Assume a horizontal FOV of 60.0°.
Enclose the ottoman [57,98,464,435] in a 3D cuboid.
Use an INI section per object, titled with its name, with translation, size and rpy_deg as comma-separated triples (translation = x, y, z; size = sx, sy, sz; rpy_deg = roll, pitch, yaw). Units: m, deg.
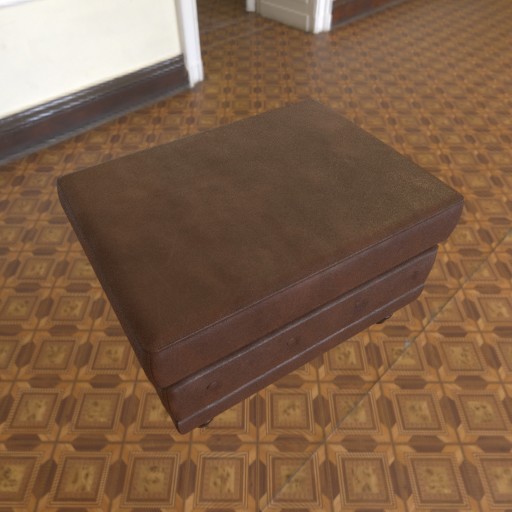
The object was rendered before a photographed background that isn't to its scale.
[ottoman]
translation = 0.000, 0.000, 1.194
size = 0.795, 0.509, 0.588
rpy_deg = -24, 50, -22
